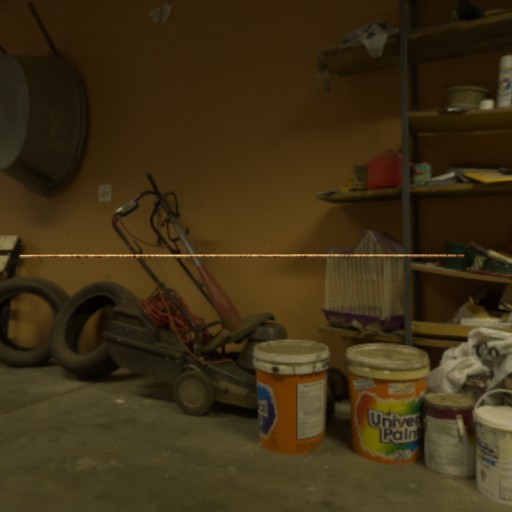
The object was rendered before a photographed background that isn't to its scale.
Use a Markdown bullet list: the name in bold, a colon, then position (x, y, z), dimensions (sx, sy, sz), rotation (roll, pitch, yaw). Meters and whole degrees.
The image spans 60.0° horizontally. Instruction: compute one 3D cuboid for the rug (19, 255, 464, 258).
- **rug**: position (0.000, 0.000, 2.461), dimensions (2.237, 0.014, 0.680), rotation (0, 0, -17)
